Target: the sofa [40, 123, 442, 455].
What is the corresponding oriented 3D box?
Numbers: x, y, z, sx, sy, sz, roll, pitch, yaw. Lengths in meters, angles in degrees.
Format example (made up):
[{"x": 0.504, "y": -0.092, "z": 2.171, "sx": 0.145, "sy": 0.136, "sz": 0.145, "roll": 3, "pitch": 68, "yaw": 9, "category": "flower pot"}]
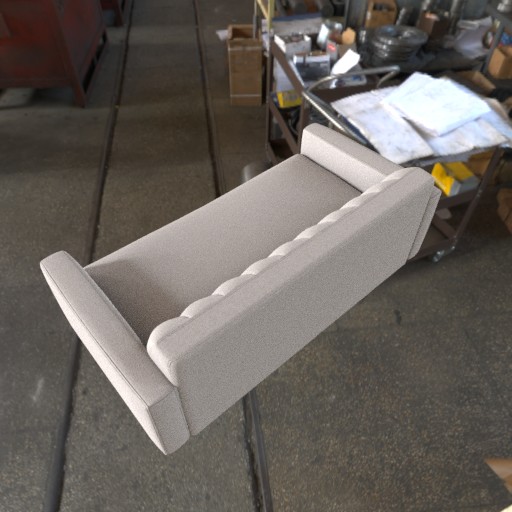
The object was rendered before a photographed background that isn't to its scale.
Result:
[{"x": 0.000, "y": 0.000, "z": 2.401, "sx": 1.895, "sy": 0.814, "sz": 0.969, "roll": -33, "pitch": 55, "yaw": -27, "category": "sofa"}]
